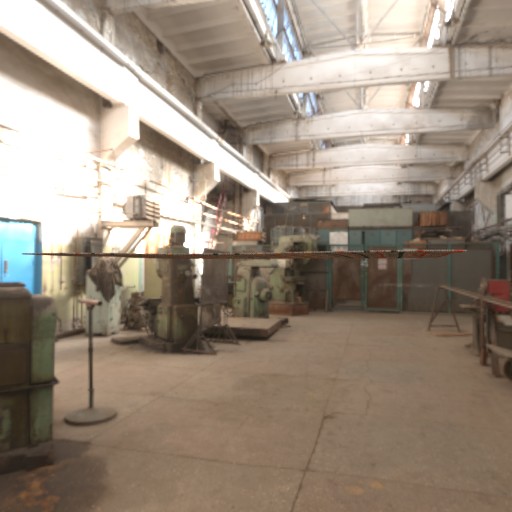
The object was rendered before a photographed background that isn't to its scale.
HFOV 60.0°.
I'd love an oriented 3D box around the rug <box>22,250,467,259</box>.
[{"bbox_3d":[0.000,0.000,2.302,1.835,0.017,1.220,0,-1,17],"label":"rug"}]
